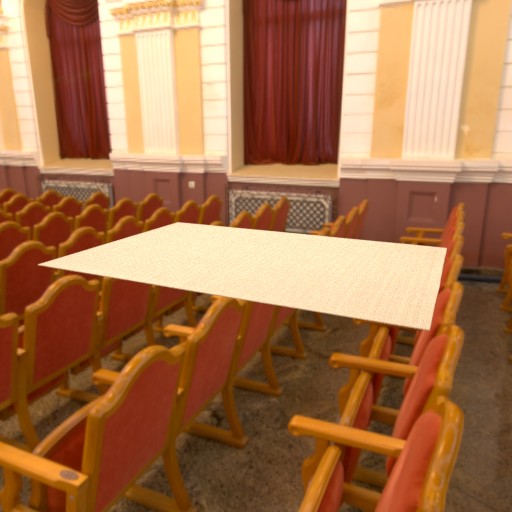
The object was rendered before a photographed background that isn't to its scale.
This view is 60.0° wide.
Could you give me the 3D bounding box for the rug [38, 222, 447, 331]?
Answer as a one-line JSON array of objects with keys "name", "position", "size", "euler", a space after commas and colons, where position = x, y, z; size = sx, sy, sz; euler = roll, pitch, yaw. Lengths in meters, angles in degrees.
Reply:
[{"name": "rug", "position": [0.000, 0.000, 2.952], "size": [2.289, 0.006, 1.523], "euler": [7, 17, 24]}]
